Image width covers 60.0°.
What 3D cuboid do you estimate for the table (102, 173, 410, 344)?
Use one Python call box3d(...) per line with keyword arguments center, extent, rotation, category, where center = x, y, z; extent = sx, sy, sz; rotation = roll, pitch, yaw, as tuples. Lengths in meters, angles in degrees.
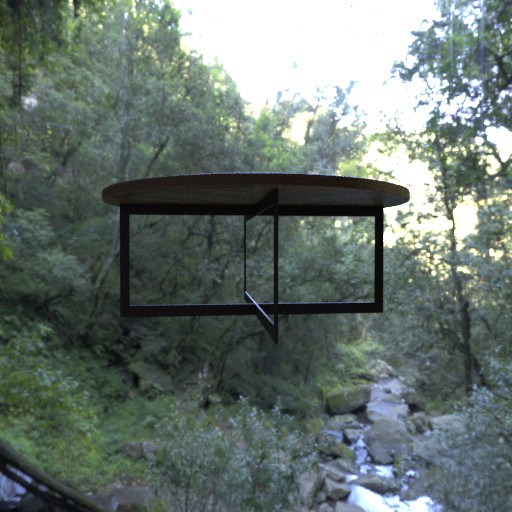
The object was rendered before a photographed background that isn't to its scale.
box3d(center=(0.000, 0.000, 1.932), extent=(1.264, 0.516, 1.264), rotation=(0, 1, 0), category="table")
